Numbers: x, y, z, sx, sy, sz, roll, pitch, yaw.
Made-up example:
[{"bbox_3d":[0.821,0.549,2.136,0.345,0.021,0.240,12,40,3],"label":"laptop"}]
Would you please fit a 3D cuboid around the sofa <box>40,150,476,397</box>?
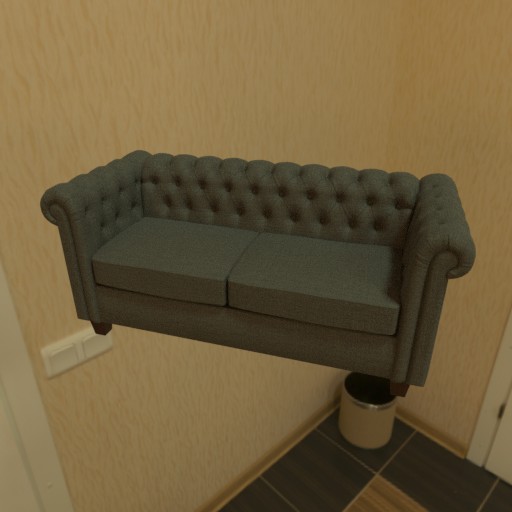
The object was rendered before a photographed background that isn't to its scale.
[{"bbox_3d":[0.000,0.000,2.191,1.798,0.797,0.783,8,28,15],"label":"sofa"}]
